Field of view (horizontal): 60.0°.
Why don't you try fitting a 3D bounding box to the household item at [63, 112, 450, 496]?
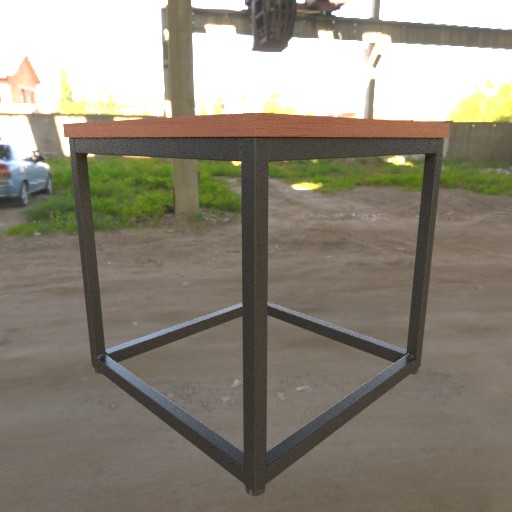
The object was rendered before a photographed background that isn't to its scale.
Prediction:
[{"bbox_3d":[0.000,0.000,0.698,0.400,0.400,0.400,-14,20,-43],"label":"household item"}]
